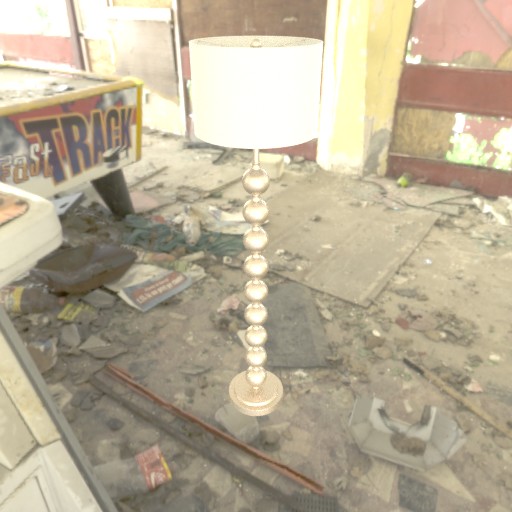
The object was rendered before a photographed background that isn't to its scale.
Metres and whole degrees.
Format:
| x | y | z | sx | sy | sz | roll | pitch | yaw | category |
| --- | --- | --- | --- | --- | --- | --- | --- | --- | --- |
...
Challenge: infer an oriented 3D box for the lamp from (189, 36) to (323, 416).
| x | y | z | sx | sy | sz | roll | pitch | yaw | category |
| --- | --- | --- | --- | --- | --- | --- | --- | --- | --- |
| 0.000 | 0.000 | 1.669 | 0.394 | 1.474 | 0.394 | -21 | 36 | -31 | lamp |
